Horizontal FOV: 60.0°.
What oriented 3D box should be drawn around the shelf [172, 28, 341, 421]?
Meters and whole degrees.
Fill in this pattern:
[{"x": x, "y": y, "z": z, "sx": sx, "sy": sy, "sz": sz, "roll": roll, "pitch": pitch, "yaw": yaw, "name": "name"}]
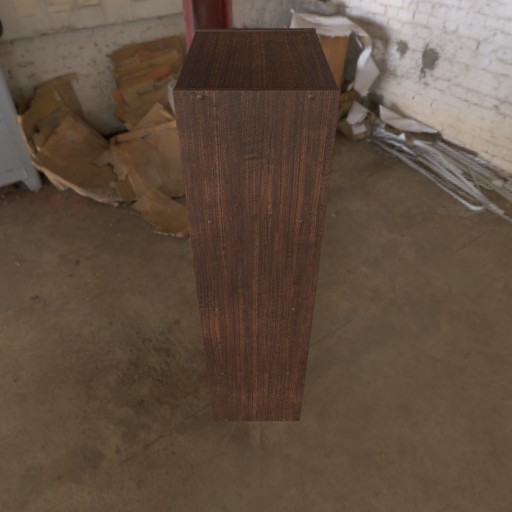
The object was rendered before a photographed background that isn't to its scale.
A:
[{"x": 0.000, "y": 0.000, "z": 1.274, "sx": 0.290, "sy": 1.099, "sz": 0.415, "roll": 0, "pitch": 41, "yaw": 0, "name": "shelf"}]
